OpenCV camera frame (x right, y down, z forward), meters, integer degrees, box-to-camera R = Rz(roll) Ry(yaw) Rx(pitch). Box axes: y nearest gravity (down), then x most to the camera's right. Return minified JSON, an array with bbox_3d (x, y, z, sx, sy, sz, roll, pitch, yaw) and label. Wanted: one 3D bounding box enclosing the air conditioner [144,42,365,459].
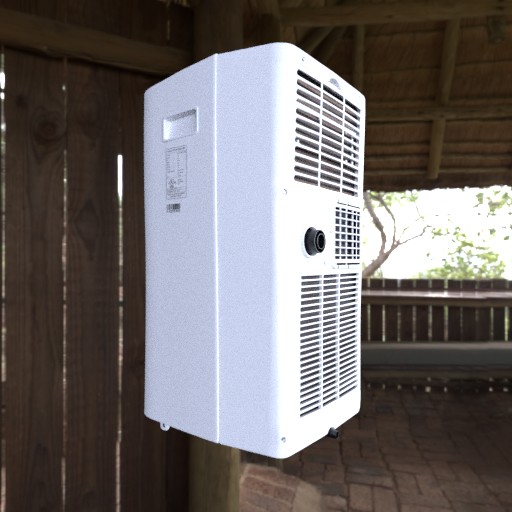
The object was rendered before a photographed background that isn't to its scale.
[{"bbox_3d":[0.000,0.000,0.804,0.349,0.606,0.304,0,-1,37],"label":"air conditioner"}]
